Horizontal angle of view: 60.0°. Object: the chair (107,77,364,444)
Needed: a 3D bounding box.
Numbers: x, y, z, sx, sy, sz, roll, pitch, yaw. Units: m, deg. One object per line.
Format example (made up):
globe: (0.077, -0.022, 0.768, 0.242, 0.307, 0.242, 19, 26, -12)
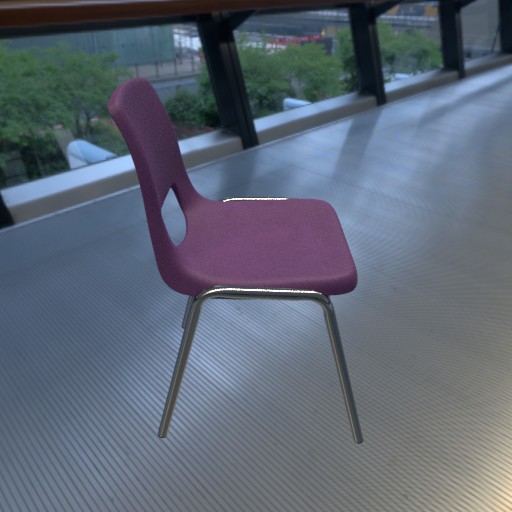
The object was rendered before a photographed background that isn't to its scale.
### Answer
chair: (0.000, 0.000, 0.880, 0.432, 0.654, 0.381, 0, 31, 0)
